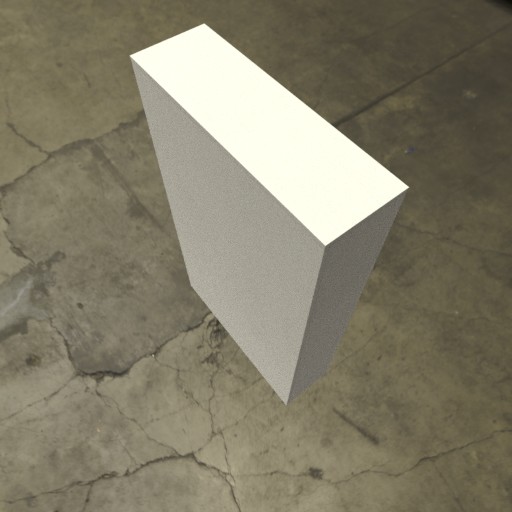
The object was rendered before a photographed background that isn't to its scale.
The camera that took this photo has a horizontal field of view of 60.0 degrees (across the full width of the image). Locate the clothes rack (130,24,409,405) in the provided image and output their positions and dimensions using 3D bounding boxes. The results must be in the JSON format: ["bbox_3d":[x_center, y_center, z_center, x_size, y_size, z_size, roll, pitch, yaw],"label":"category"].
[{"bbox_3d":[0.000,0.000,1.585,0.250,1.280,0.750,-34,64,-19],"label":"clothes rack"}]
